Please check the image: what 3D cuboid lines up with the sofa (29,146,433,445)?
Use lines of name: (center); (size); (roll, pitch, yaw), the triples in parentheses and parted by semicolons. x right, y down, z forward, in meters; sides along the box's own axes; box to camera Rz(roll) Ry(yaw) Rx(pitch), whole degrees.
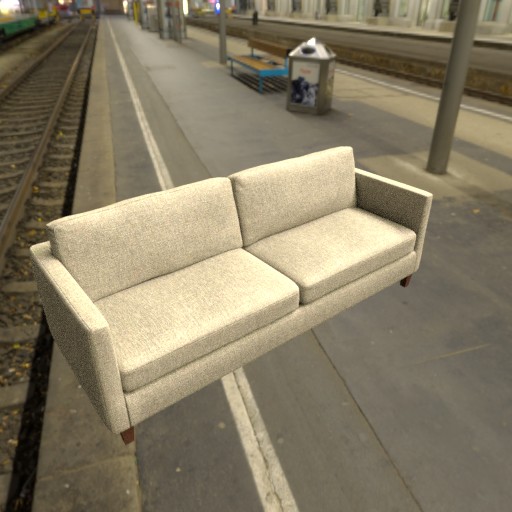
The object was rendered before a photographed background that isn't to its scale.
sofa: (0.000, 0.000, 2.844); (2.434, 0.951, 0.948); (-21, 36, -32)
